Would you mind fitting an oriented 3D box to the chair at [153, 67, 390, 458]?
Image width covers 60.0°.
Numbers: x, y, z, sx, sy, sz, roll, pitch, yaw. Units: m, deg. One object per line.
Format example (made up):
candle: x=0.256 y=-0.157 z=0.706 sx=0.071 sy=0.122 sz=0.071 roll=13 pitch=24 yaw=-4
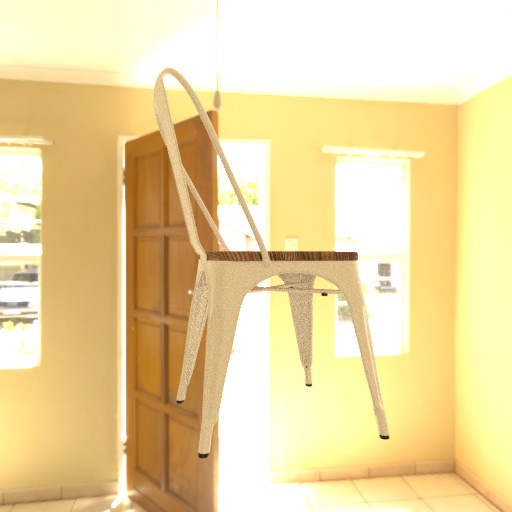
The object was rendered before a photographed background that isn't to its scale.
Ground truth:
chair: x=0.000 y=0.000 z=1.167 sx=0.521 sy=0.851 sz=0.452 roll=0 pitch=0 yaw=-18
